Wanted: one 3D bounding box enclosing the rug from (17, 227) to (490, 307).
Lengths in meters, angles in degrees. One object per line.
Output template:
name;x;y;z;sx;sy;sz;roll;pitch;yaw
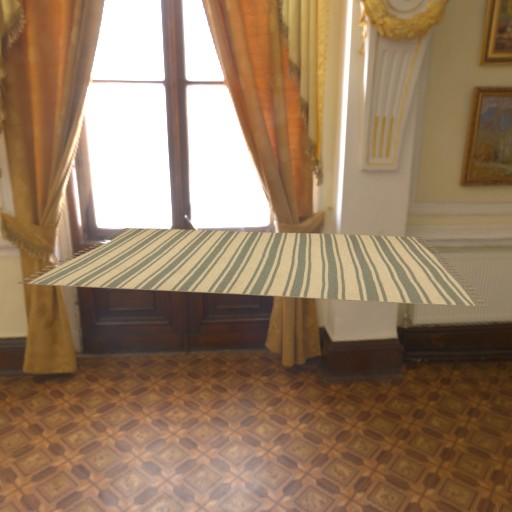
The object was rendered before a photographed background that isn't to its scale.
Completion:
rug;0.000;0.000;2.482;2.084;0.009;1.222;2;16;8
